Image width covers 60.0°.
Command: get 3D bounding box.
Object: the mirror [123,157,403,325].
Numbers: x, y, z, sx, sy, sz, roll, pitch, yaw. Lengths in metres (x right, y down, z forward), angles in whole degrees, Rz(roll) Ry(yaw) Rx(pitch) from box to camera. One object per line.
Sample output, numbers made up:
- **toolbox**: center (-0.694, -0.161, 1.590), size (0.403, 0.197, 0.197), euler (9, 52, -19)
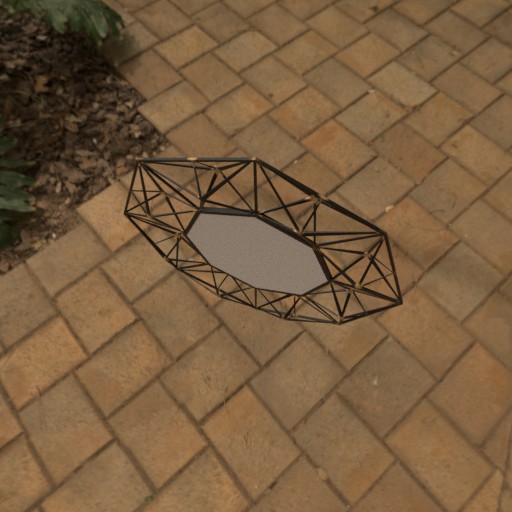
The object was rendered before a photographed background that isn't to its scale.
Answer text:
- **mirror**: center (0.000, 0.000, 1.063), size (0.710, 0.710, 0.094), euler (18, 64, 9)
